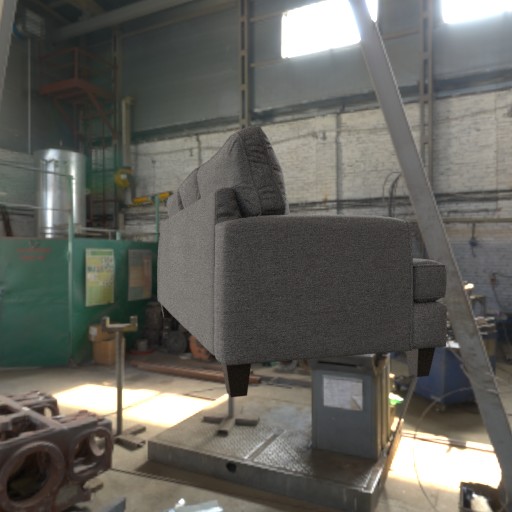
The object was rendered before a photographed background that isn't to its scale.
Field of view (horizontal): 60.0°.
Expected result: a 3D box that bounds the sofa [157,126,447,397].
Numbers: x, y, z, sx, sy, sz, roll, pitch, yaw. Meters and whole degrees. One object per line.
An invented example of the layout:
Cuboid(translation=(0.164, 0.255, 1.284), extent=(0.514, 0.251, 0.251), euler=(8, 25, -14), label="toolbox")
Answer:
Cuboid(translation=(0.000, 0.000, 2.629), extent=(0.951, 0.965, 2.158), euler=(0, 0, -18), label="sofa")
